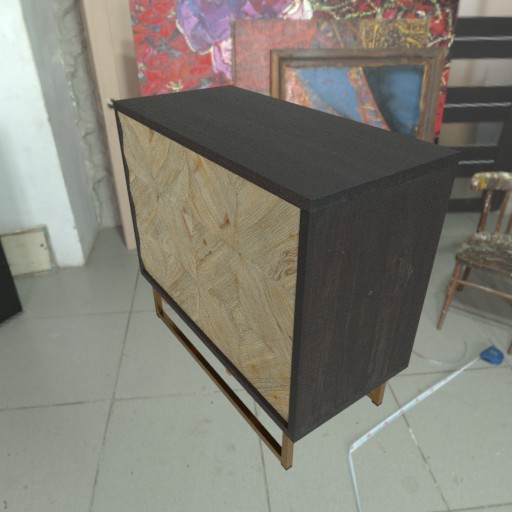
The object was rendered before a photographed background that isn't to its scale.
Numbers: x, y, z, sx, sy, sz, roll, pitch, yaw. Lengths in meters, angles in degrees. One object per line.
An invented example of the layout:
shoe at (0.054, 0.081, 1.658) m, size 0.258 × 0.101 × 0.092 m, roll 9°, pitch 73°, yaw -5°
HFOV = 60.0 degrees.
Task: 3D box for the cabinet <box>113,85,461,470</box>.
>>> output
cabinet at (0.000, 0.000, 1.433) m, size 0.451 × 0.860 × 0.950 m, roll -21°, pitch 37°, yaw -30°
